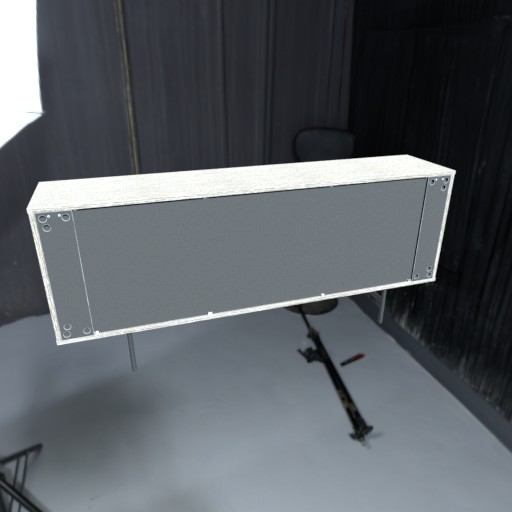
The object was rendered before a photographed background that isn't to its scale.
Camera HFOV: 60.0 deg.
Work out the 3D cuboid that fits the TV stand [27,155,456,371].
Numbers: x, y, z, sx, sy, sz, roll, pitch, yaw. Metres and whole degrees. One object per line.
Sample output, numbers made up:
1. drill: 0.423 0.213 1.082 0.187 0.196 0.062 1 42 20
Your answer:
1. TV stand: 0.000 0.000 2.128 1.804 0.787 0.405 -8 26 -16
